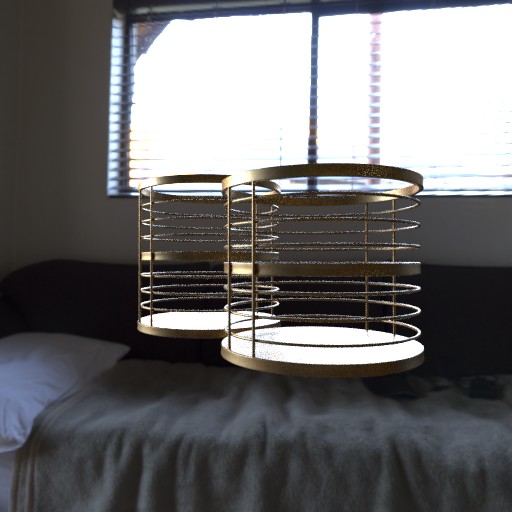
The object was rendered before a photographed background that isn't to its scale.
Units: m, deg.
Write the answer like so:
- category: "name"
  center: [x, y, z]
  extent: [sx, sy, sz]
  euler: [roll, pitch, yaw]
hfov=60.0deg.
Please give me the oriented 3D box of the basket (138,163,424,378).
- category: "basket"
  center: [0.000, 0.000, 0.962]
  extent: [0.356, 0.351, 0.746]
  euler: [0, -1, -36]
